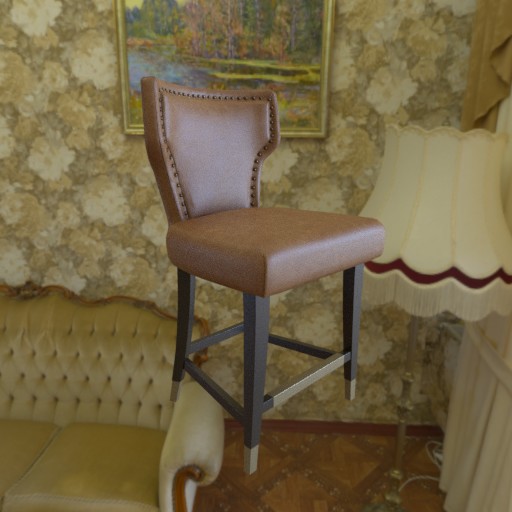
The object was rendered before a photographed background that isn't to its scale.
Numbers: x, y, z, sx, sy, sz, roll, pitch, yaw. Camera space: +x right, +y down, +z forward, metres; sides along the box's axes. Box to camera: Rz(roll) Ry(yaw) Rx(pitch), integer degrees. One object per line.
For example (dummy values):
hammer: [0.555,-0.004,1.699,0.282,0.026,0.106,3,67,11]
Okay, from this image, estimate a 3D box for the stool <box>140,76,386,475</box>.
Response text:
stool: [0.000,0.000,1.312,0.563,0.982,0.526,14,20,43]
